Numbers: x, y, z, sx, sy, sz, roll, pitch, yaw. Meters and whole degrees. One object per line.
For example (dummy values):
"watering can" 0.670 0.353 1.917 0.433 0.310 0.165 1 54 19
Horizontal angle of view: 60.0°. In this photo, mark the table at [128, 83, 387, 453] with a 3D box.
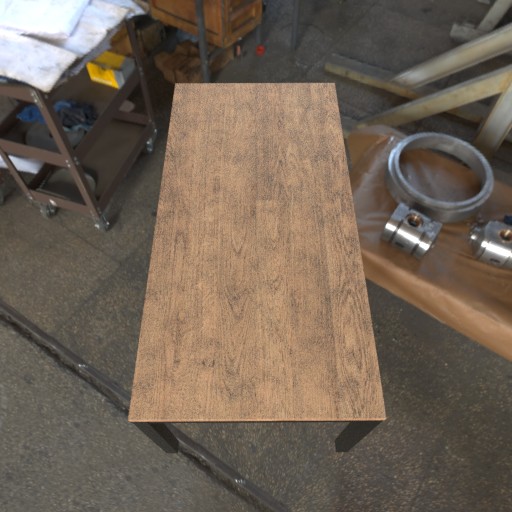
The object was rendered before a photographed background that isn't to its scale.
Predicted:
"table" 0.000 0.000 2.332 0.893 0.767 1.805 0 58 0
